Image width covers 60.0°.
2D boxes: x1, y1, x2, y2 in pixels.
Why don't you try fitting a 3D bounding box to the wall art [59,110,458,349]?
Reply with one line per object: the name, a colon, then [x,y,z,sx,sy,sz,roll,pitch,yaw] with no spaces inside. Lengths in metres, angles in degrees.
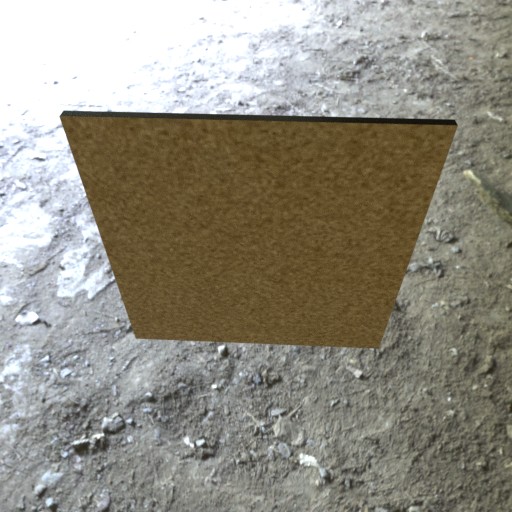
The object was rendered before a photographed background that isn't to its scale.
wall art: [0.000,0.000,0.658,0.446,0.445,0.014,2,46,2]
